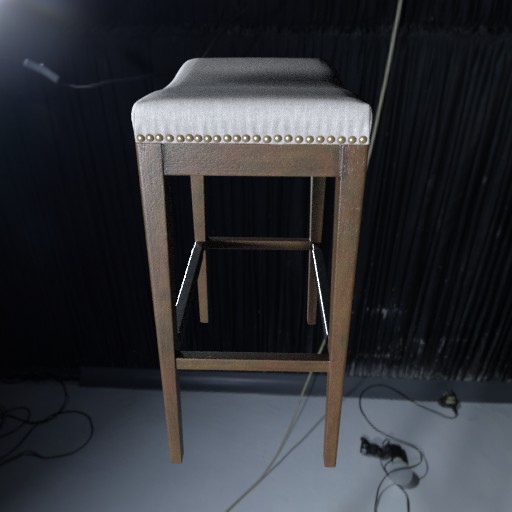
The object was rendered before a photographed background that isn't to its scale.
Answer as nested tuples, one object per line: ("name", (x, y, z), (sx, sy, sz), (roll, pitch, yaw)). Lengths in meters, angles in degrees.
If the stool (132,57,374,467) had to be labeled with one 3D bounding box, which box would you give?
("stool", (0.000, 0.000, 0.983), (0.356, 0.762, 0.508), (1, 31, 1))
